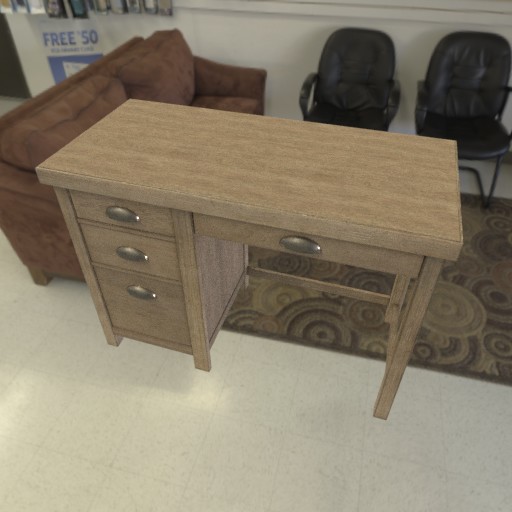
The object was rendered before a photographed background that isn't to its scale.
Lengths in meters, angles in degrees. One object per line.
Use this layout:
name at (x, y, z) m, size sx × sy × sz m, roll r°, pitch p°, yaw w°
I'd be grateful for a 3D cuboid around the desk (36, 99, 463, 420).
desk at (0.000, 0.000, 1.782) m, size 1.289 × 0.912 × 0.610 m, roll 12°, pitch 42°, yaw 13°
